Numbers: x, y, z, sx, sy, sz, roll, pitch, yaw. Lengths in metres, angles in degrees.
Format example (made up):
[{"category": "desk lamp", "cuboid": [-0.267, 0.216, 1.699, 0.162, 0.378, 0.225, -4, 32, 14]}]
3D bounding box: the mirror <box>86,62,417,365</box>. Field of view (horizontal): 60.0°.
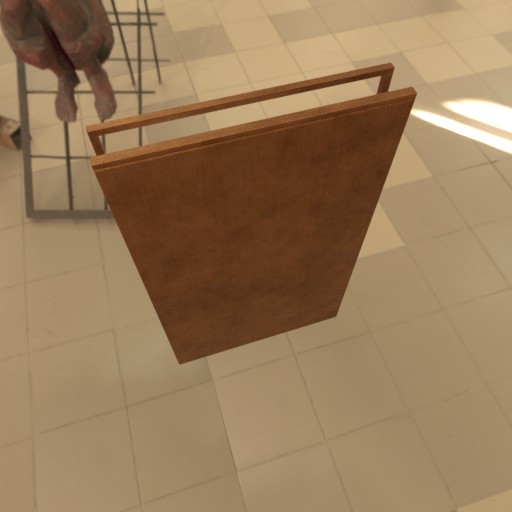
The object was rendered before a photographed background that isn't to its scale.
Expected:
[{"category": "mirror", "cuboid": [0.000, 0.000, 0.946, 0.468, 0.768, 0.082, -15, 59, -10]}]
